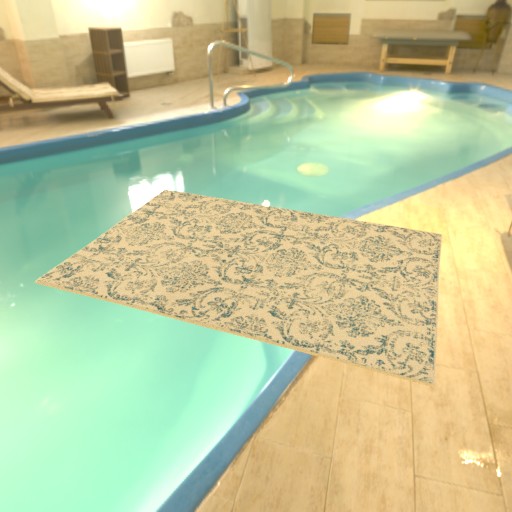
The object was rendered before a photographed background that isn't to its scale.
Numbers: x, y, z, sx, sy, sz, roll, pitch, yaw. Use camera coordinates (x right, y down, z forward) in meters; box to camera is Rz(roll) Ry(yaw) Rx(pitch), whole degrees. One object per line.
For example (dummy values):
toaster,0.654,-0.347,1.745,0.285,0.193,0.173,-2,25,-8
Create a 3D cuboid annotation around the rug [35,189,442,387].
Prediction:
rug,0.000,0.000,3.520,2.746,0.018,1.819,11,33,18
